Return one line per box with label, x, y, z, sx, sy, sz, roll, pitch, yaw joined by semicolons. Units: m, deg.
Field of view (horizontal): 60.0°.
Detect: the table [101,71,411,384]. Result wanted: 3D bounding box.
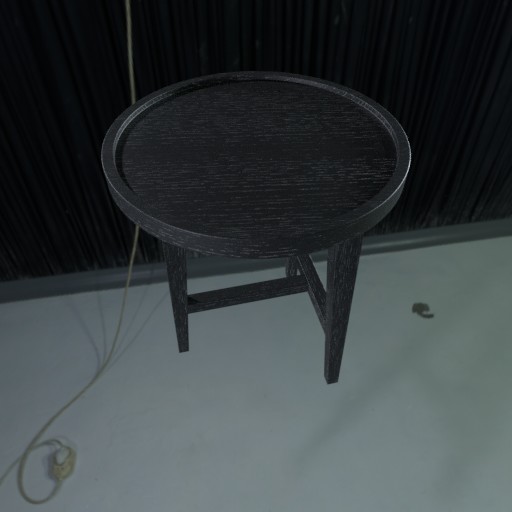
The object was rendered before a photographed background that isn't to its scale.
table;0.000;0.000;0.753;0.399;0.460;0.399;0;46;0
